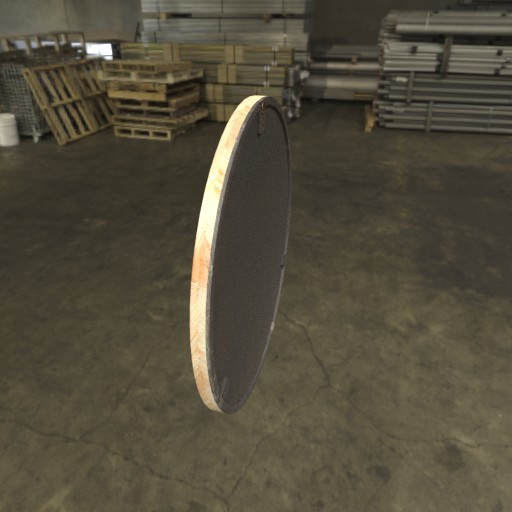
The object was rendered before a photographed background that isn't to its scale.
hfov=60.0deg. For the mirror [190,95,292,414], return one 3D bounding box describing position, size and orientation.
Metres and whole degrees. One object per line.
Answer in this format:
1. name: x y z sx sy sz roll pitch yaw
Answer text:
1. mirror: 0.000 0.000 1.046 0.038 0.710 0.710 7 30 13
